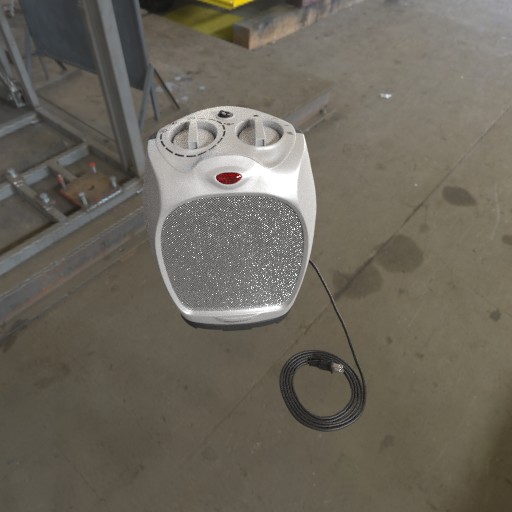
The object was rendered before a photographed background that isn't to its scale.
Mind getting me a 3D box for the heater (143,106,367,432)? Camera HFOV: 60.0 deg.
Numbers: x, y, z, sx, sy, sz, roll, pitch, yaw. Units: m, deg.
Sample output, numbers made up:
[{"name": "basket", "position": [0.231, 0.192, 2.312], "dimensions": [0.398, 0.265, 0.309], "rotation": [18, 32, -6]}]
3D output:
[{"name": "heater", "position": [0.000, 0.000, 0.475], "dimensions": [0.239, 0.255, 0.291], "rotation": [-3, 48, -3]}]
